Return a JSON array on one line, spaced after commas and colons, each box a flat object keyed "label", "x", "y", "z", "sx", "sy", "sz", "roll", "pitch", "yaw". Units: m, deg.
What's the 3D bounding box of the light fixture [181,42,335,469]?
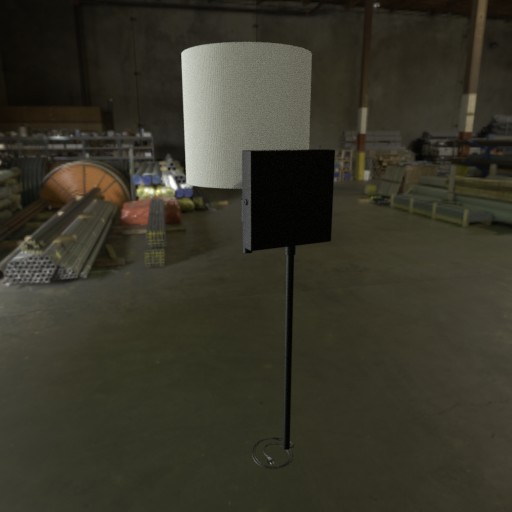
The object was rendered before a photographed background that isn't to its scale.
[{"label": "light fixture", "x": 0.000, "y": 0.000, "z": 0.695, "sx": 0.188, "sy": 0.589, "sz": 0.248, "roll": -7, "pitch": 17, "yaw": -26}]
